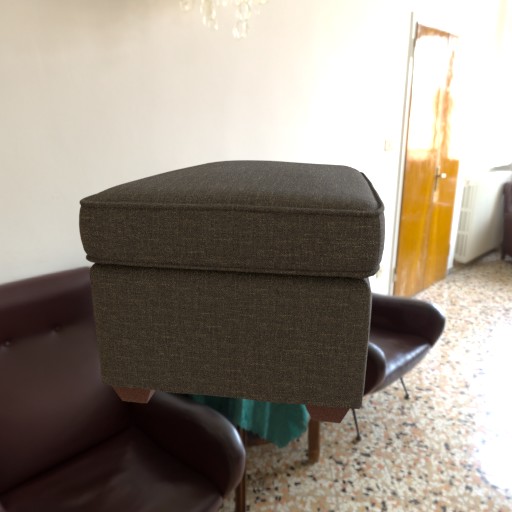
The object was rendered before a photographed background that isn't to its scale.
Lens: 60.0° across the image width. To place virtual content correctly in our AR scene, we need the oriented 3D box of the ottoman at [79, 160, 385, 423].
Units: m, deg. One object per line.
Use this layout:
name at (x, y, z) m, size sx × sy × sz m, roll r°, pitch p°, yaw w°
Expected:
ottoman at (0.000, 0.000, 1.117) m, size 0.549 × 0.450 × 0.749 m, roll 3°, pitch 16°, yaw 9°
